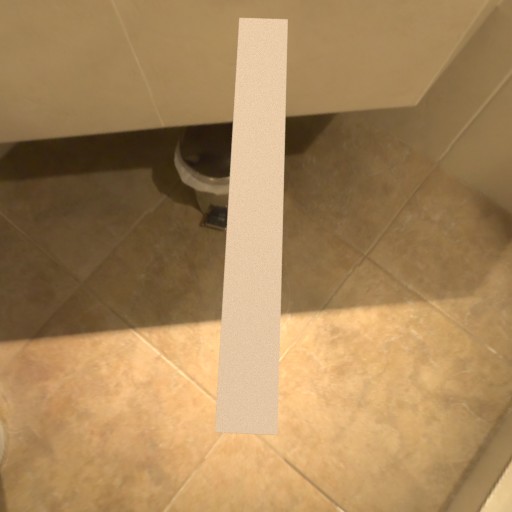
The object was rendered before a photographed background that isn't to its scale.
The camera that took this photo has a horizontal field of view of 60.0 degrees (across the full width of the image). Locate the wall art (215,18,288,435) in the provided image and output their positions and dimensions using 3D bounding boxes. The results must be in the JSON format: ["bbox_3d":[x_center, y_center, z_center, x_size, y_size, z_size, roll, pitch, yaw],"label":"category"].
[{"bbox_3d":[0.000,0.000,0.456,0.038,0.304,0.305,2,75,1],"label":"wall art"}]
